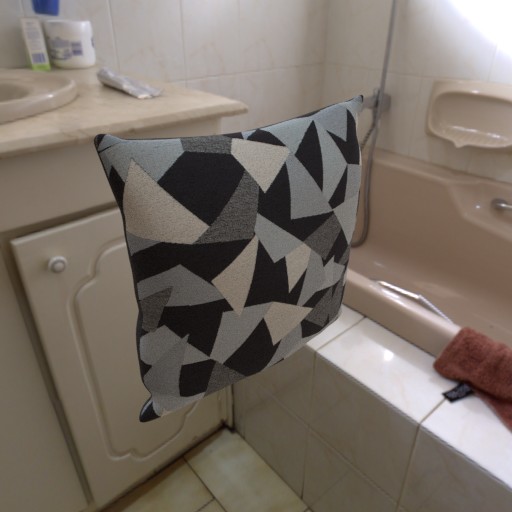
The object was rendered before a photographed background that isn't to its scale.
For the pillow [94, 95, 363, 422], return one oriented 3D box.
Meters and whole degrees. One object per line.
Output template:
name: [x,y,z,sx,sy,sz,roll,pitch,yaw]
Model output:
pillow: [0.000,0.000,0.774,0.503,0.496,0.208,-21,36,-32]
